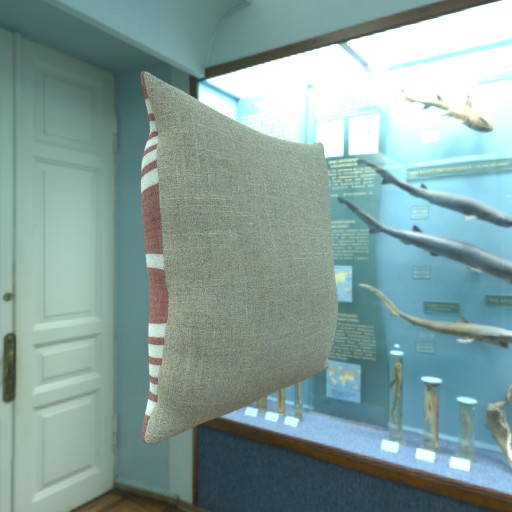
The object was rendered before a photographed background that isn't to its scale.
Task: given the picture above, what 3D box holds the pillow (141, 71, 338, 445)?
[{"bbox_3d":[0.000,0.000,0.670,0.182,0.427,0.439,0,0,36],"label":"pillow"}]
